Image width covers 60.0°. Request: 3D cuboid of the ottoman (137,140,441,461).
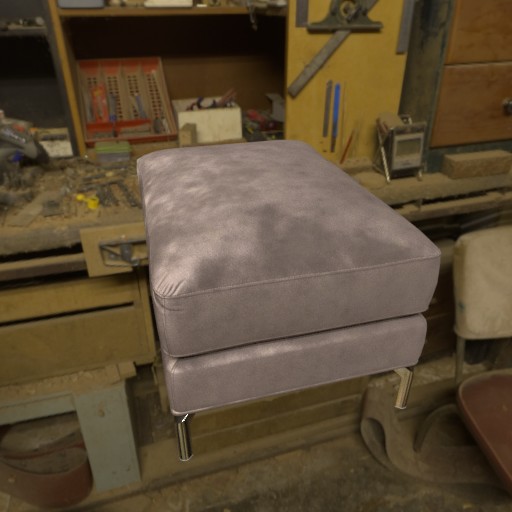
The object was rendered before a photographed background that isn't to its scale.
[{"bbox_3d":[0.000,0.000,1.102,0.520,0.456,0.719,-8,32,-13],"label":"ottoman"}]
